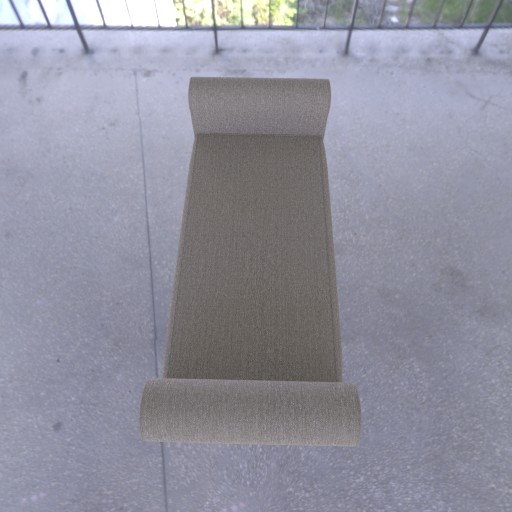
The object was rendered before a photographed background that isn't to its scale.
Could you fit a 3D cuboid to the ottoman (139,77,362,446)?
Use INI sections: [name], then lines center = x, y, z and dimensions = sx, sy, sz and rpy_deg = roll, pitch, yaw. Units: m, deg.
[ottoman]
center = 0.000, 0.000, 1.525
dimensions = 0.521, 0.547, 1.256
rpy_deg = 1, 59, 1
